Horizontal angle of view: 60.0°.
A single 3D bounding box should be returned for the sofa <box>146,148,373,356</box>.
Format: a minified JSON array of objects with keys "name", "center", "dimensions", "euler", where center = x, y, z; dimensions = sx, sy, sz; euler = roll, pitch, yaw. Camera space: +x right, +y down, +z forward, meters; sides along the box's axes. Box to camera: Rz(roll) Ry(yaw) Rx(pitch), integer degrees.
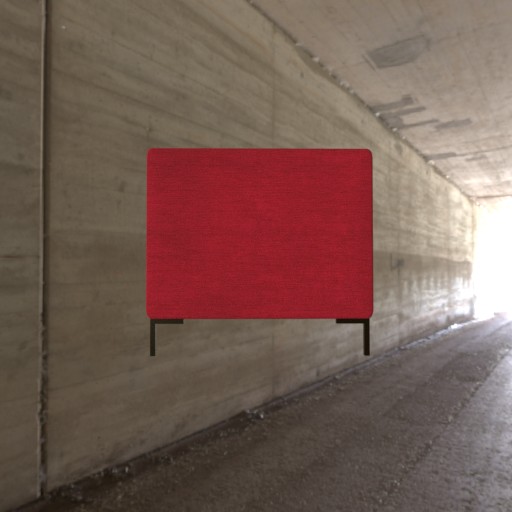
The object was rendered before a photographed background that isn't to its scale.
[{"name":"sofa","center":[0.000,0.000,2.303],"dimensions":[0.686,0.635,1.981],"euler":[0,-1,-1]}]
